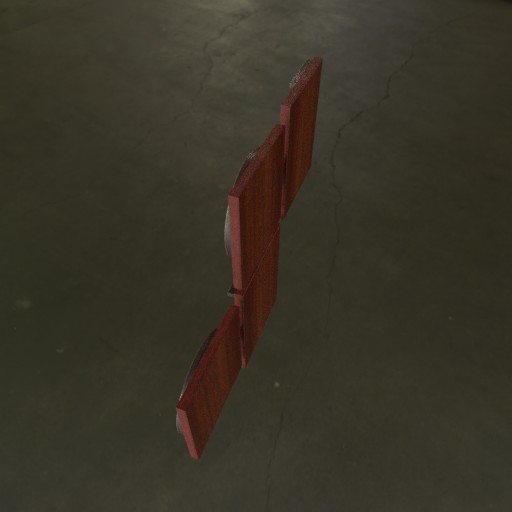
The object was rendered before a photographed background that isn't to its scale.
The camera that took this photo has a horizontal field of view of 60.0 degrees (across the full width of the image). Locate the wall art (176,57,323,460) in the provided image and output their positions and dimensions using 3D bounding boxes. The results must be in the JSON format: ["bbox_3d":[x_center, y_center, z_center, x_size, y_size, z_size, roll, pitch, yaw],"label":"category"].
[{"bbox_3d":[0.000,0.000,0.839,0.030,0.497,0.635,16,49,14],"label":"wall art"}]
